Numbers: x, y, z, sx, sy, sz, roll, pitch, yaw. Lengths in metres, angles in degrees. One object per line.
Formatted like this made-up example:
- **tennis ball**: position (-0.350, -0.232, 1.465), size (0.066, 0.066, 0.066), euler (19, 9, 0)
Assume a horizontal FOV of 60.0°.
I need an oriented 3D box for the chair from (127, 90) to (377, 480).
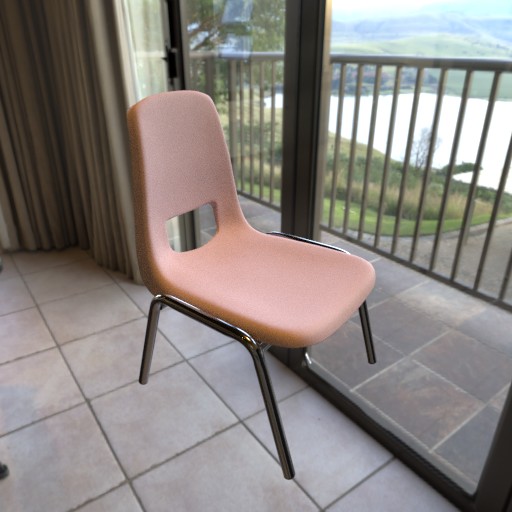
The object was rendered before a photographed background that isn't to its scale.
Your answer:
- **chair**: position (0.000, 0.000, 0.798), size (0.385, 0.536, 0.354), euler (17, 31, 31)
